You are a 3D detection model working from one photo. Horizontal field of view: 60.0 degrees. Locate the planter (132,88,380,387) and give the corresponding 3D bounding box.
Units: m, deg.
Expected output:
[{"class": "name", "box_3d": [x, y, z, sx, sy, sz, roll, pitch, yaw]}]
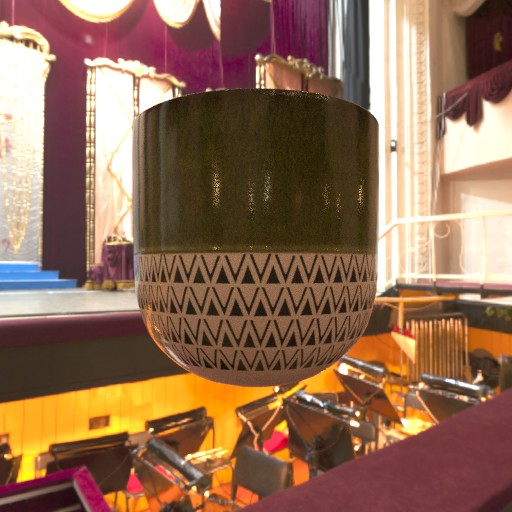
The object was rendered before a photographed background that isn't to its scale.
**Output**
[{"class": "planter", "box_3d": [0.000, 0.000, 0.492, 0.266, 0.270, 0.266, 0, -1, 0]}]
